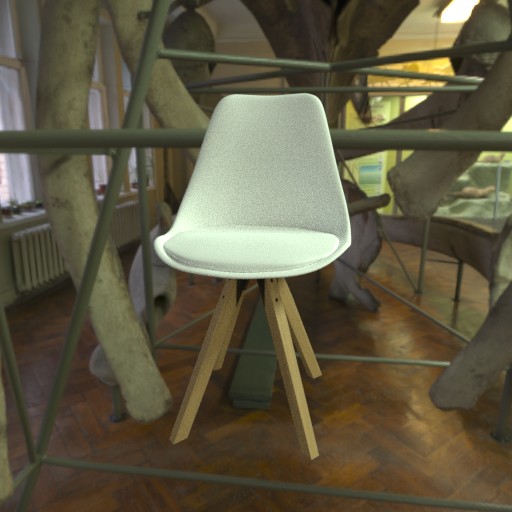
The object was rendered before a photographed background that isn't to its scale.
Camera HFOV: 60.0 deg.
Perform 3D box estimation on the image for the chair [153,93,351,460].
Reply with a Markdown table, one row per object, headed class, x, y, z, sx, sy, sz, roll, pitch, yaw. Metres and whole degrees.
| class | x | y | z | sx | sy | sz | roll | pitch | yaw |
| --- | --- | --- | --- | --- | --- | --- | --- | --- | --- |
| chair | 0.000 | 0.000 | 1.163 | 0.485 | 0.849 | 0.550 | 2 | 15 | 9 |
